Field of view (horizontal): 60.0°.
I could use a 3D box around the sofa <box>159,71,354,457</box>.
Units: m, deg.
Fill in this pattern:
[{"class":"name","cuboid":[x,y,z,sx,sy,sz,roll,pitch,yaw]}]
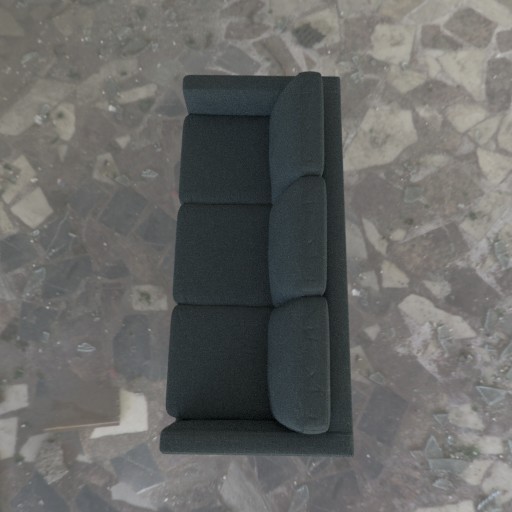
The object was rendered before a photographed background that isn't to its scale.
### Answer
[{"class":"sofa","cuboid":[0.000,0.000,2.506,0.935,0.945,2.013,1,76,0]}]
